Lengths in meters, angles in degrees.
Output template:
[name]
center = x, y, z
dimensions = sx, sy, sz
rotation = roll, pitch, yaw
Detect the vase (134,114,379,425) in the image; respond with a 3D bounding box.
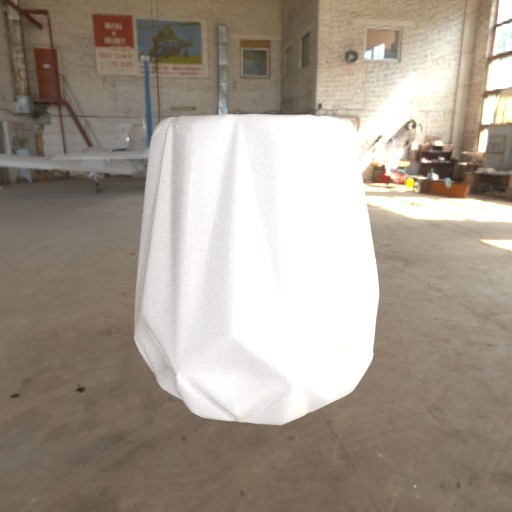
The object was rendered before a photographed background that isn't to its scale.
[vase]
center = 0.000, 0.000, 0.257
dimensions = 0.141, 0.152, 0.141
rotation = 0, 14, 0
